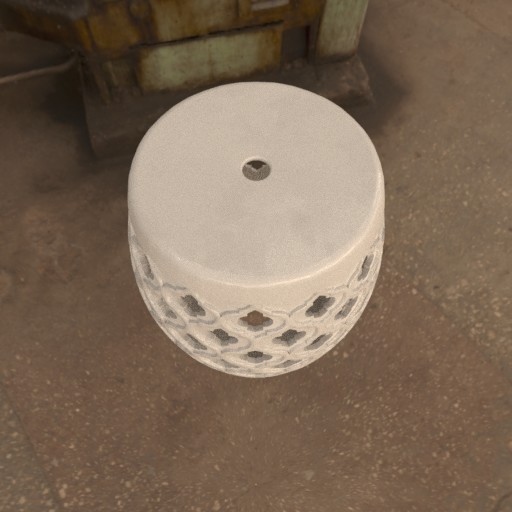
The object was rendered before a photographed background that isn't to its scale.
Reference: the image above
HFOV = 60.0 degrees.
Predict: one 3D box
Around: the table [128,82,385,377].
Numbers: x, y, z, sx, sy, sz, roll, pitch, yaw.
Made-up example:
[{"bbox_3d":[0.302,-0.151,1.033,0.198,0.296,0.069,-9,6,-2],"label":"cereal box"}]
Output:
[{"bbox_3d":[0.000,0.000,0.622,0.325,0.388,0.325,0,63,0],"label":"table"}]
